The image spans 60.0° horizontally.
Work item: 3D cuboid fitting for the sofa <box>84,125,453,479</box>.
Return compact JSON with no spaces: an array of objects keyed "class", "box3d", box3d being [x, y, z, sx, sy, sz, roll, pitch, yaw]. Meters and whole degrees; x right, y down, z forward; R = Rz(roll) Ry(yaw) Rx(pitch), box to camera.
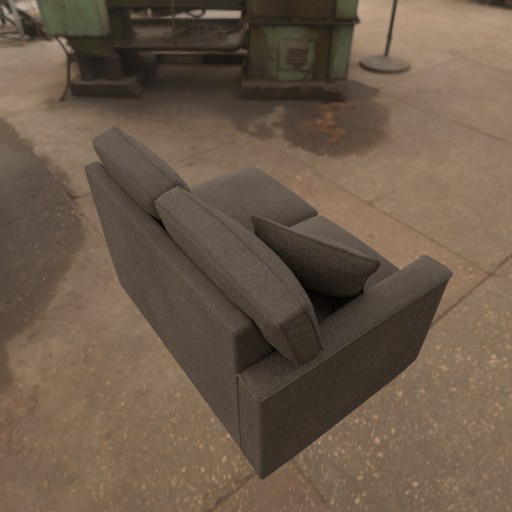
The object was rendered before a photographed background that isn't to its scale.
[{"class":"sofa","box3d":[0.000,0.000,2.068,0.991,0.989,1.388,-26,48,-27]}]
